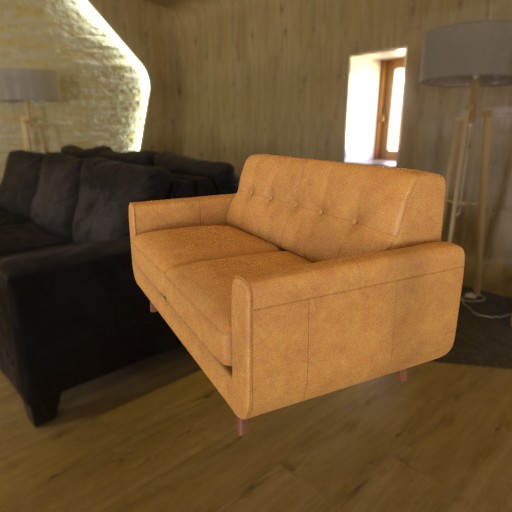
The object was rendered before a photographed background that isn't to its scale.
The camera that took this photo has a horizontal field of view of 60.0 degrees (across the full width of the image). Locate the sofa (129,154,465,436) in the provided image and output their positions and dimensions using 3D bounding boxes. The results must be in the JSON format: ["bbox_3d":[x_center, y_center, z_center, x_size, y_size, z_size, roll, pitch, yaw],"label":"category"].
[{"bbox_3d":[0.000,0.000,2.204,0.952,0.925,1.651,-8,18,-26],"label":"sofa"}]
